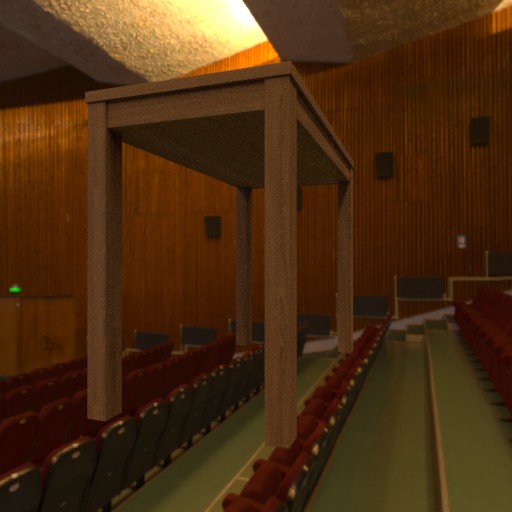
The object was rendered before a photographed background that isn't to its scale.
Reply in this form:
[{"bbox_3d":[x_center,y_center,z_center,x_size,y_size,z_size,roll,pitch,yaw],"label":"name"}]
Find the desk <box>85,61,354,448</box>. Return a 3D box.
[{"bbox_3d":[0.000,0.000,1.417,0.495,0.762,0.991,0,0,20],"label":"desk"}]
